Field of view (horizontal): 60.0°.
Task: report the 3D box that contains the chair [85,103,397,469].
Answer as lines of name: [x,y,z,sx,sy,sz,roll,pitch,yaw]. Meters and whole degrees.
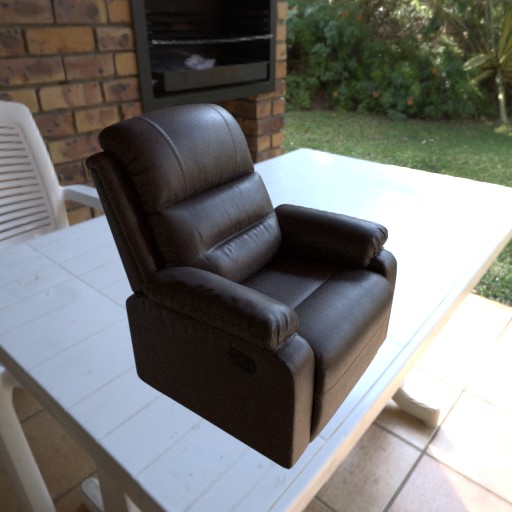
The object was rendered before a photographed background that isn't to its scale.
chair: [0.000,0.000,1.644,0.919,0.992,0.855,19,33,31]
